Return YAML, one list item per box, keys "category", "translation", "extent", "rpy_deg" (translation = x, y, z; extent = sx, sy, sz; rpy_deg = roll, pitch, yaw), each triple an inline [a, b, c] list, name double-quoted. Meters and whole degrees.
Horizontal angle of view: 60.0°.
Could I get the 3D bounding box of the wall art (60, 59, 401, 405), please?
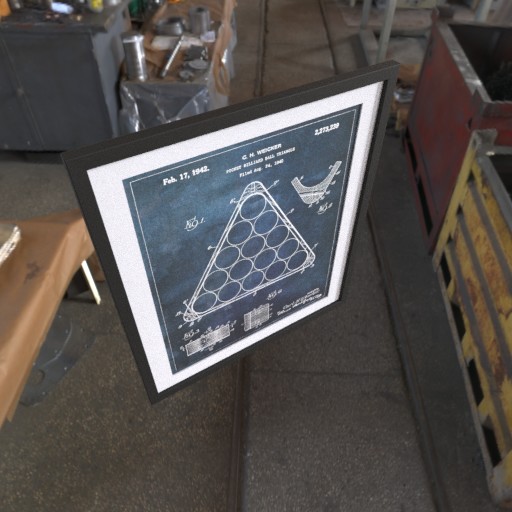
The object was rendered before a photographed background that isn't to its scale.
- category: "wall art"
  translation: [0.000, 0.000, 1.180]
  extent: [0.755, 0.863, 0.028]
  rpy_deg: [-24, 50, -22]
